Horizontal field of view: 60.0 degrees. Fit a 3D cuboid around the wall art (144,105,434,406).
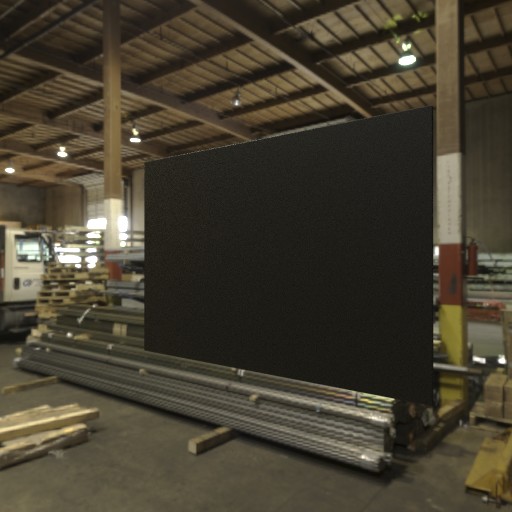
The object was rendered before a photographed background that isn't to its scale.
[{"bbox_3d":[0.000,0.000,1.553,1.192,0.811,0.013,0,0,37],"label":"wall art"}]
